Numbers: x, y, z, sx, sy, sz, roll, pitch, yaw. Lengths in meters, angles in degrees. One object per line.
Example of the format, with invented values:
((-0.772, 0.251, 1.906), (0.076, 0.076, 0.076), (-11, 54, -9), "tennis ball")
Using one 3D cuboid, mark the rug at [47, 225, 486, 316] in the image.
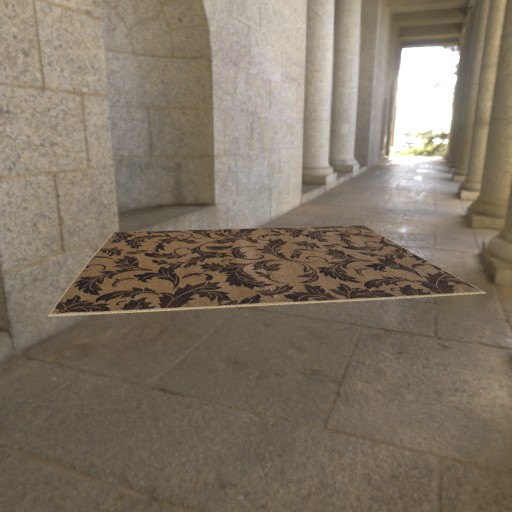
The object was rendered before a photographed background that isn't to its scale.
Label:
((0.000, 0.000, 4.076), (2.977, 0.008, 2.380), (-2, 16, -8), "rug")
